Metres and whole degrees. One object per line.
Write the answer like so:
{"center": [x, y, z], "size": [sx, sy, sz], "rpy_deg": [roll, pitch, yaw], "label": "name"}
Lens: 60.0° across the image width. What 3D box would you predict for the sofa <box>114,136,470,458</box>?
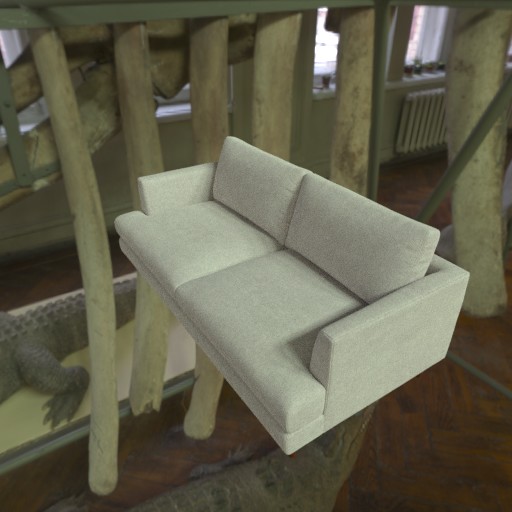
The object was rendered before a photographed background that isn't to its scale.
{"center": [0.000, 0.000, 2.518], "size": [1.020, 0.868, 1.948], "rpy_deg": [-19, 36, -28], "label": "sofa"}
